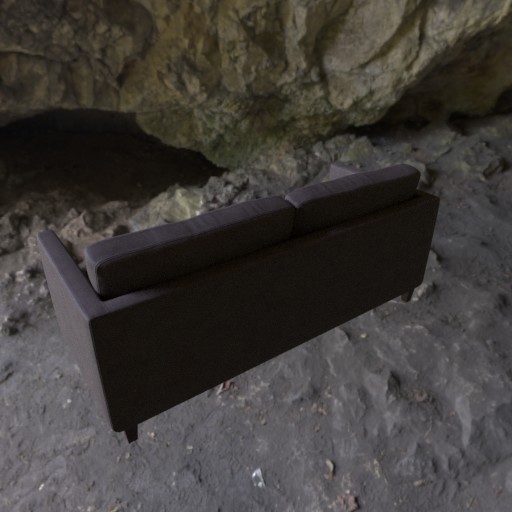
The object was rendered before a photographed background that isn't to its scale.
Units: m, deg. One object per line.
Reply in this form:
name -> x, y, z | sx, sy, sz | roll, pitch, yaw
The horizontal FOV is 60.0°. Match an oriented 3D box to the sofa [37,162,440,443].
sofa -> 0.000, 0.000, 2.668 | 2.208, 0.965, 0.951 | -19, 34, -30
